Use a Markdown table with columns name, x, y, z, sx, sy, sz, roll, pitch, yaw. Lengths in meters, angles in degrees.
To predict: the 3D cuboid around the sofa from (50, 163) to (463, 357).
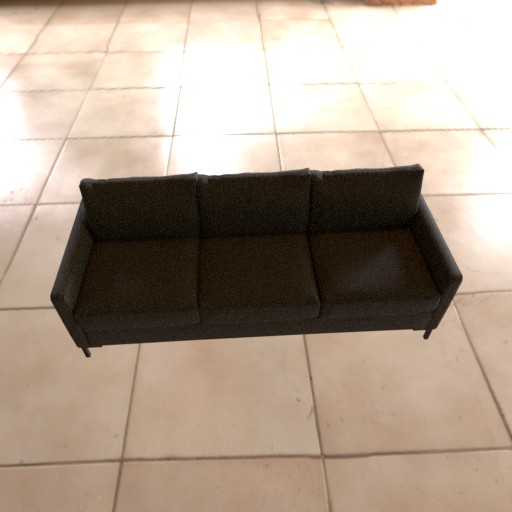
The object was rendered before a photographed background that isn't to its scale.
| name | x | y | z | sx | sy | sz | roll | pitch | yaw |
| --- | --- | --- | --- | --- | --- | --- | --- | --- | --- |
| sofa | 0.000 | 0.000 | 2.773 | 2.253 | 0.879 | 0.876 | -3 | 47 | -2 |
